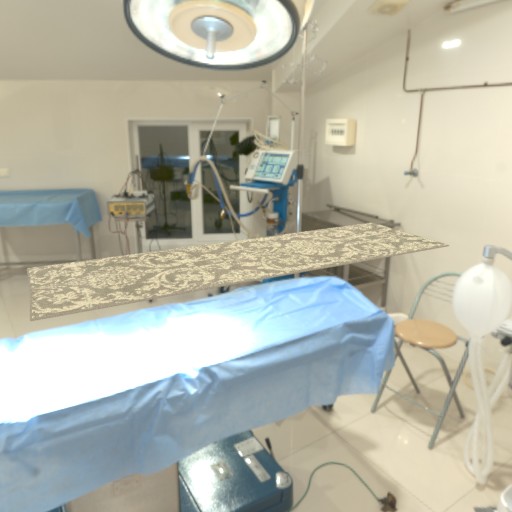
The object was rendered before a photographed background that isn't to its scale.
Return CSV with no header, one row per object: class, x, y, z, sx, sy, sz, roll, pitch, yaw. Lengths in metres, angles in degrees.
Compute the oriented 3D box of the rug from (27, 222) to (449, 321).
rug,0.000,0.000,2.379,2.196,0.011,0.662,-9,19,-26
